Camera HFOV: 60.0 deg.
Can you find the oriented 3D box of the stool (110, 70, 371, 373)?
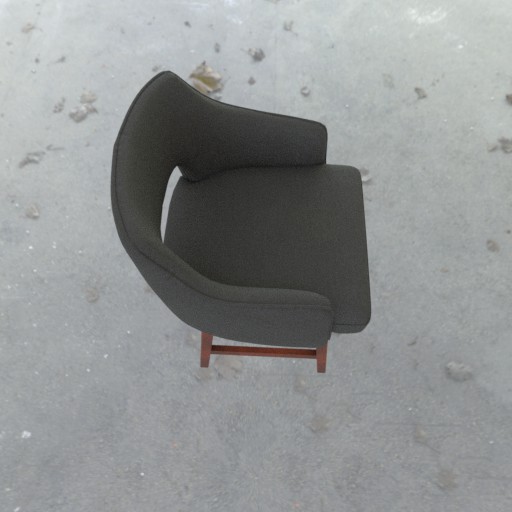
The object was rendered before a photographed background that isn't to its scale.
[{"bbox_3d":[0.000,0.000,1.234,0.558,0.912,0.548,2,63,1],"label":"stool"}]
